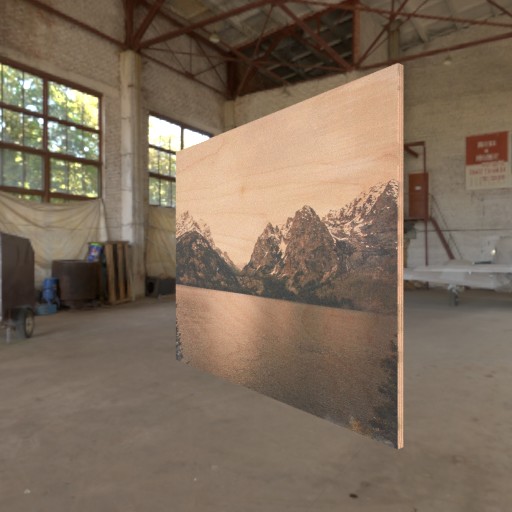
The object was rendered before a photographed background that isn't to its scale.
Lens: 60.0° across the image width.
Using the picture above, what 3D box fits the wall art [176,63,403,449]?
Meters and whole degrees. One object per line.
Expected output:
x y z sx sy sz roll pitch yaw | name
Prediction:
0.000 0.000 0.673 0.010 0.408 0.508 0 0 -37 | wall art
